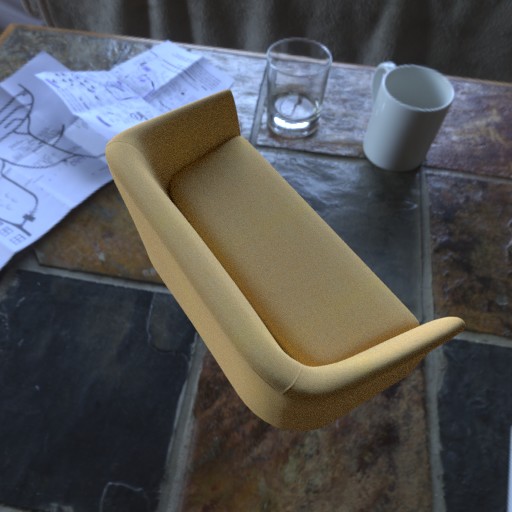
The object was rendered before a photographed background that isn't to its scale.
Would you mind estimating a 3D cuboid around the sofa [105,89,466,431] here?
[{"bbox_3d":[0.000,0.000,1.846,0.705,0.721,1.452,-31,63,-17],"label":"sofa"}]
